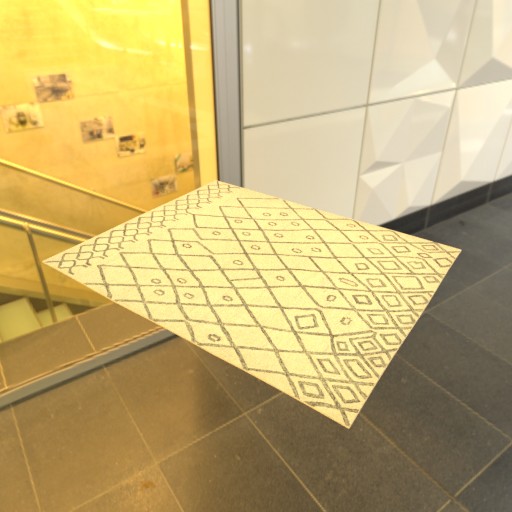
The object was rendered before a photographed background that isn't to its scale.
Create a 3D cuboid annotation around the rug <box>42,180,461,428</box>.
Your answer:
[{"bbox_3d":[0.000,0.000,4.106,3.046,0.015,2.446,20,37,30],"label":"rug"}]
